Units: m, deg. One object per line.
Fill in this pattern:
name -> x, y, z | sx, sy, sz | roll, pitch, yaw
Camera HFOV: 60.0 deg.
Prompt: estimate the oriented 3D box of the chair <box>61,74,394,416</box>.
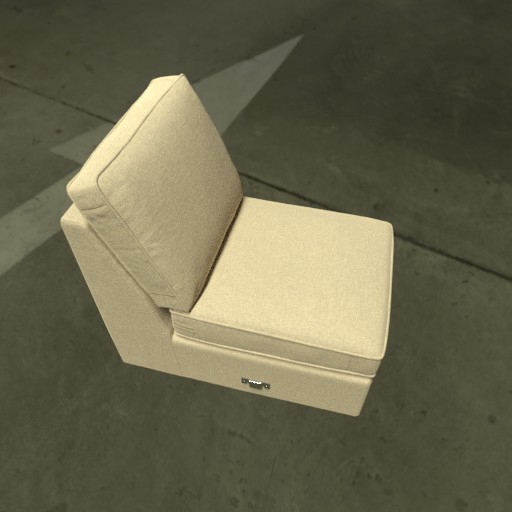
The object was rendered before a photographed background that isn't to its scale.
chair -> 0.000, 0.000, 1.539 | 0.938, 0.970, 0.621 | 10, 48, 10
